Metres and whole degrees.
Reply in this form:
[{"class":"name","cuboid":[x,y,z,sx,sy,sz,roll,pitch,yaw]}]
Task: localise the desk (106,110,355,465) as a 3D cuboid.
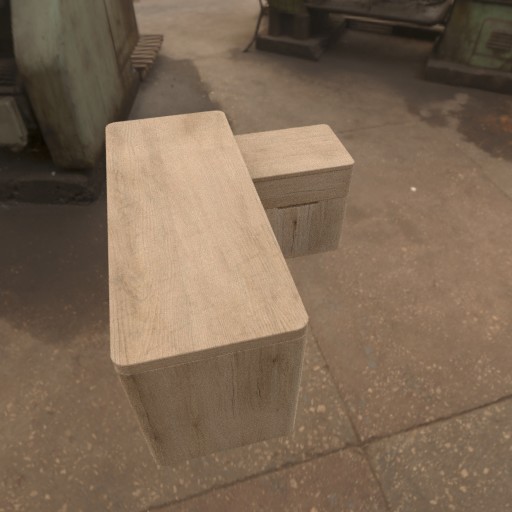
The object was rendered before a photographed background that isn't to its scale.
[{"class":"desk","cuboid":[0.000,0.000,2.072,1.175,0.770,1.400,-10,46,-10]}]
